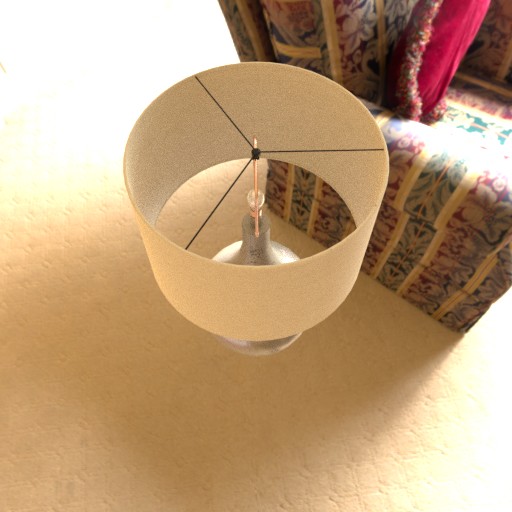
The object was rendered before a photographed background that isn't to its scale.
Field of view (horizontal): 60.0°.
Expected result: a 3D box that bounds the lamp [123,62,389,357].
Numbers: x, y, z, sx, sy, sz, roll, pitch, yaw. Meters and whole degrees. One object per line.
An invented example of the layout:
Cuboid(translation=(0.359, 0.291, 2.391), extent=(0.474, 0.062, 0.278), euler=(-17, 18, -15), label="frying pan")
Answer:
Cuboid(translation=(0.000, 0.000, 0.744), extent=(0.330, 0.521, 0.330), euler=(0, 62, 0), label="lamp")
